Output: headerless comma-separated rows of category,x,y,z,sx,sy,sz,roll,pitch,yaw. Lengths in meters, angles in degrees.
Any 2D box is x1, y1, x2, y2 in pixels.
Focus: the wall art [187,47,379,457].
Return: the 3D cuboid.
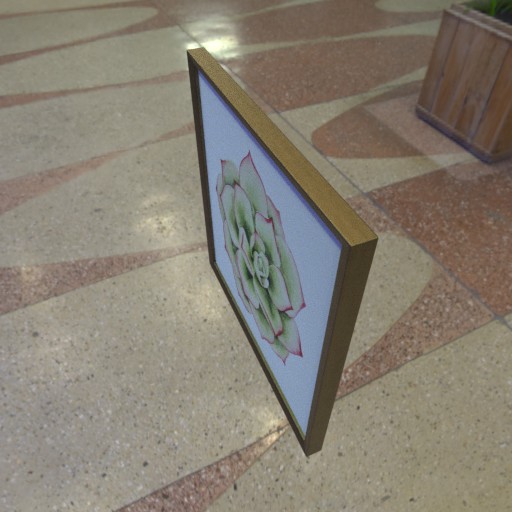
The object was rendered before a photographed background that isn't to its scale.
wall art,0.000,0.000,0.748,0.031,0.506,0.503,-17,48,-16
